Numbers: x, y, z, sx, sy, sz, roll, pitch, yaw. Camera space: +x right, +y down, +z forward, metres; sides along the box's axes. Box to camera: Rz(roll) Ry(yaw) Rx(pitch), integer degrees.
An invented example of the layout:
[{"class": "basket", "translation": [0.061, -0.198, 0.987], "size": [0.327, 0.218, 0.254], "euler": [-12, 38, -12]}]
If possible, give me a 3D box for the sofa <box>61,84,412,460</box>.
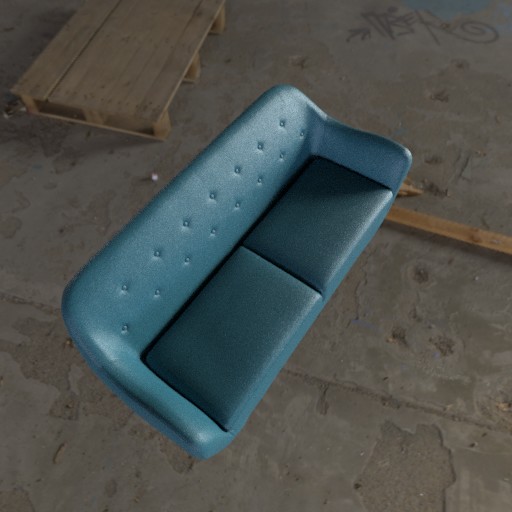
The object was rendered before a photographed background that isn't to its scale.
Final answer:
[{"class": "sofa", "translation": [0.000, 0.000, 2.255], "size": [0.820, 0.836, 1.840], "euler": [31, 64, 17]}]
